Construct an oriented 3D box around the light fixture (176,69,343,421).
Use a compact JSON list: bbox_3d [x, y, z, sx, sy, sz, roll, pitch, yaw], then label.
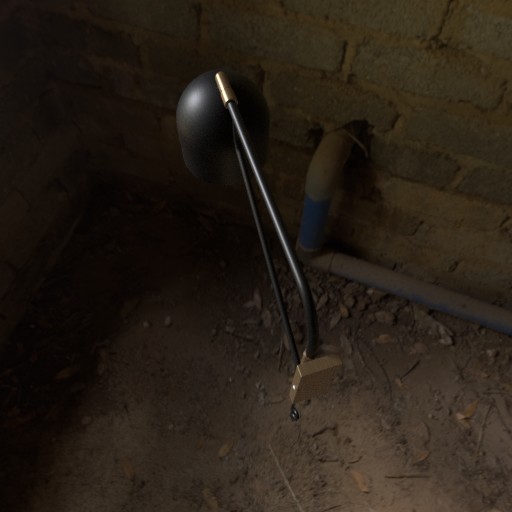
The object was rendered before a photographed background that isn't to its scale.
[{"bbox_3d":[0.000,0.000,1.085,0.215,0.696,0.720,-15,61,-9],"label":"light fixture"}]
